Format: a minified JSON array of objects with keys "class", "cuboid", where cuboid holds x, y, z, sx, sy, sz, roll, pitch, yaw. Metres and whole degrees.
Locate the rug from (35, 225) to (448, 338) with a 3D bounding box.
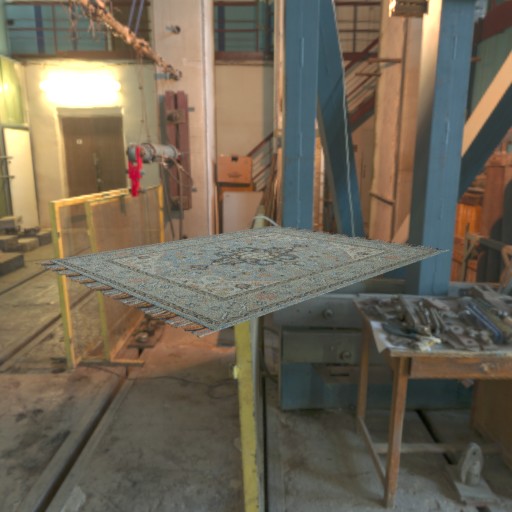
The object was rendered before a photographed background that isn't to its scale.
[{"class":"rug","cuboid":[0.000,0.000,4.235,3.221,0.011,2.379,-12,17,-43]}]
